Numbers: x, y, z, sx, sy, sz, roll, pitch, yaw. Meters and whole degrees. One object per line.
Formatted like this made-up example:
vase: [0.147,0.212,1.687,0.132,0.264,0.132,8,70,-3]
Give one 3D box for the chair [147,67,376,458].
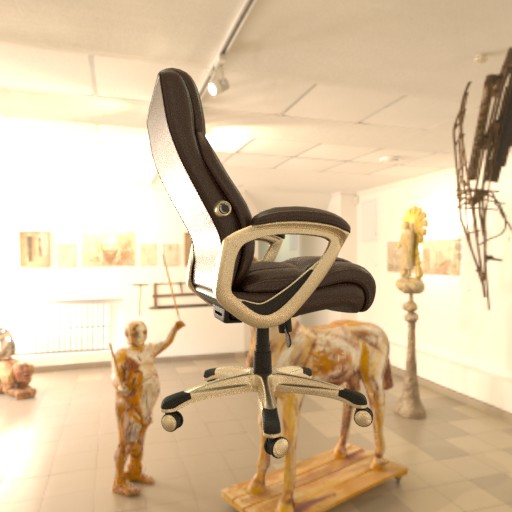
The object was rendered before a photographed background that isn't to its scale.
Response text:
chair: [0.000,0.000,1.636,0.749,1.194,0.692,0,0,-18]
